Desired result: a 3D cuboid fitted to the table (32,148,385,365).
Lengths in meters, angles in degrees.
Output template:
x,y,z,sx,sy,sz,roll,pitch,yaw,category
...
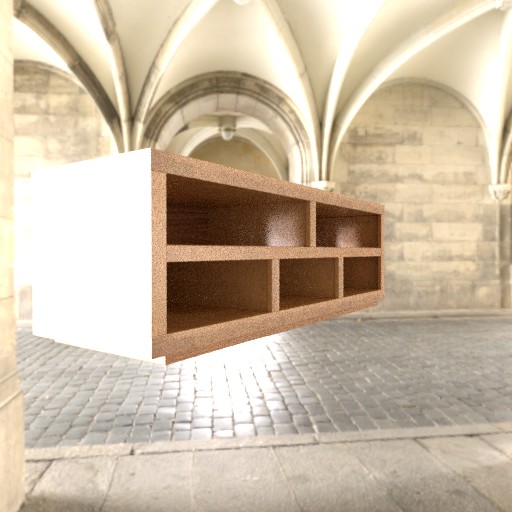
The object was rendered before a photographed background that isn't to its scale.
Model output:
x,y,z,sx,sy,sz,roll,pitch,yaw,category
0.000,0.000,1.725,0.499,0.491,1.499,0,1,35,table
